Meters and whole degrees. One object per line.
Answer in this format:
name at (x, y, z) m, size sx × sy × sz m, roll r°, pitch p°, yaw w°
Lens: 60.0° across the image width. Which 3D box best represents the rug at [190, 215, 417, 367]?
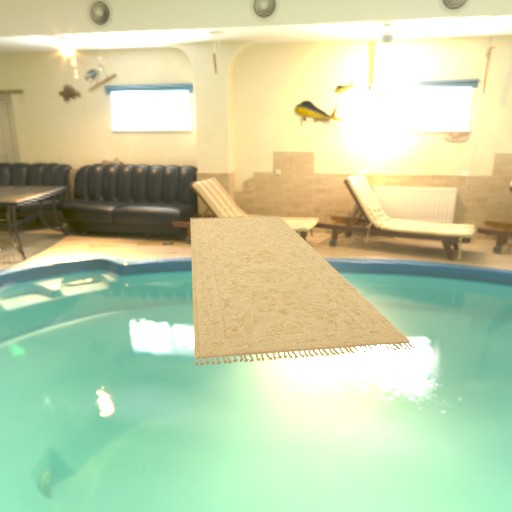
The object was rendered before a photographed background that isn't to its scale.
rug at (0.000, 0.000, 2.746) m, size 0.795 × 0.015 × 2.544 m, roll -2°, pitch 16°, yaw -8°
